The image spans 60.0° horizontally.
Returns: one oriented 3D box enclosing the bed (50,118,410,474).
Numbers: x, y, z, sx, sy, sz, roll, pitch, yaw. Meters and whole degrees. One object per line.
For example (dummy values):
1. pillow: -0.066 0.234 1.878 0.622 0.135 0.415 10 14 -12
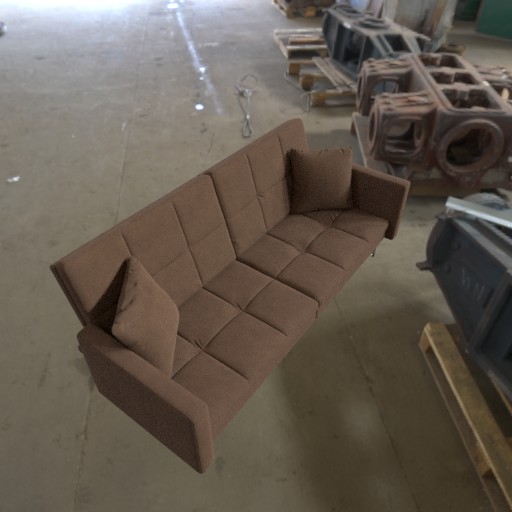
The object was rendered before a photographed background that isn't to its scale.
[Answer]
1. bed: 0.000 0.000 2.335 0.889 0.787 1.905 26 47 27
